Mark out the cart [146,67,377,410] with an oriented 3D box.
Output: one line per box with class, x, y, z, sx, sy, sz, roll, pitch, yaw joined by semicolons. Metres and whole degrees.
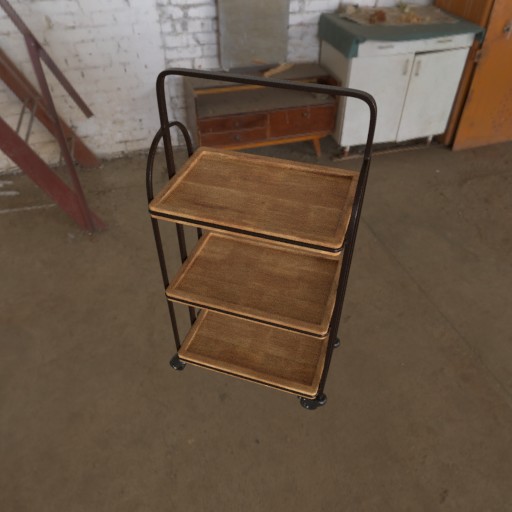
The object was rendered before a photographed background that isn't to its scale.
cart;0.000;0.000;1.262;0.553;1.001;0.327;12;43;14
